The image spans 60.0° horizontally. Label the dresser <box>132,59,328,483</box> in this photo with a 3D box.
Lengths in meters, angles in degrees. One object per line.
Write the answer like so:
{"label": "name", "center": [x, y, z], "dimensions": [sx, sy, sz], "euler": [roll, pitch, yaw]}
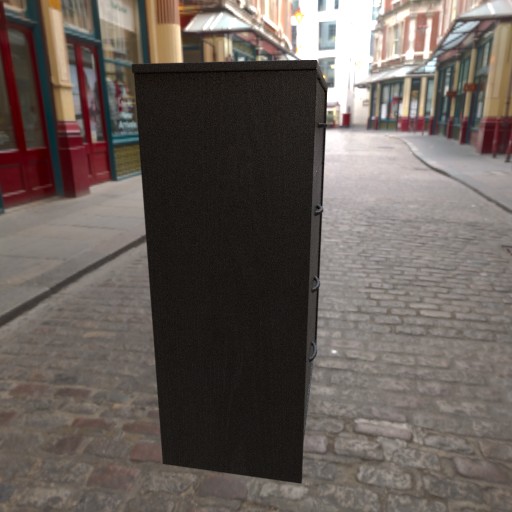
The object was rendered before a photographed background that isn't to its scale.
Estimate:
{"label": "dresser", "center": [0.000, 0.000, 1.363], "dimensions": [0.398, 1.020, 0.700], "euler": [3, 17, 10]}
